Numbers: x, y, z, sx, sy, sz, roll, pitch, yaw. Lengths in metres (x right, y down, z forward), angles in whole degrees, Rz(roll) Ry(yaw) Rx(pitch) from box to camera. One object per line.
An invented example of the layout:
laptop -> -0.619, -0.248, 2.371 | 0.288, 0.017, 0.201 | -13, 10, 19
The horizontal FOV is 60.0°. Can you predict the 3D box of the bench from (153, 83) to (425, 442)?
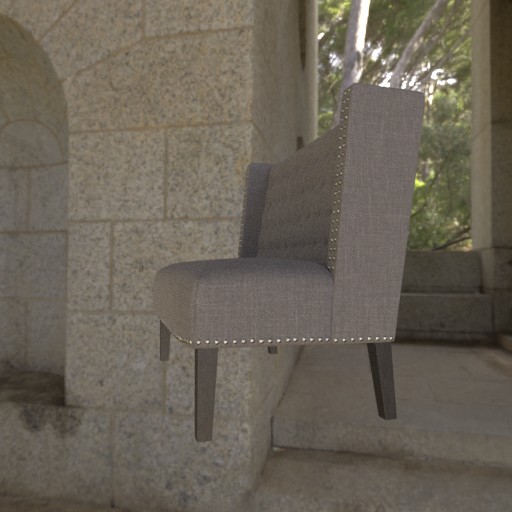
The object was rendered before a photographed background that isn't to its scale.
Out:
bench -> 0.000, 0.000, 1.993 | 0.842, 1.121, 1.276 | 0, -1, -17
